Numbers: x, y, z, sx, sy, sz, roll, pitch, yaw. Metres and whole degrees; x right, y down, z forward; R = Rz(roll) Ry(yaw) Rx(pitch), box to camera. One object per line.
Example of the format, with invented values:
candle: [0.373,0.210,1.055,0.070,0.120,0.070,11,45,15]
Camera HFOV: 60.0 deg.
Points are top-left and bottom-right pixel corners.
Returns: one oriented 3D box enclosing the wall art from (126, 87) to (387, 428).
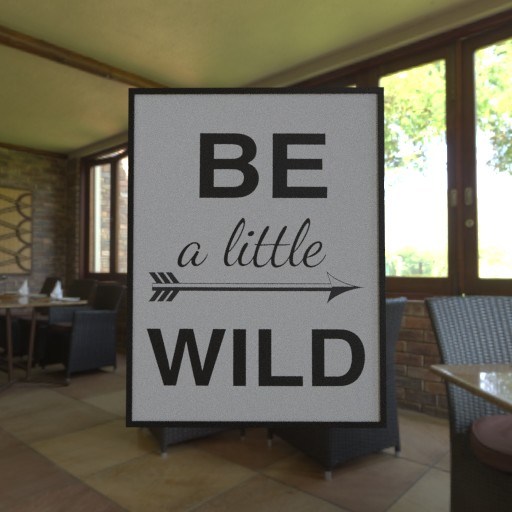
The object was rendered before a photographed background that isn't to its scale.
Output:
wall art: [0.000,0.000,1.401,0.806,1.062,0.038,0,-2,1]
